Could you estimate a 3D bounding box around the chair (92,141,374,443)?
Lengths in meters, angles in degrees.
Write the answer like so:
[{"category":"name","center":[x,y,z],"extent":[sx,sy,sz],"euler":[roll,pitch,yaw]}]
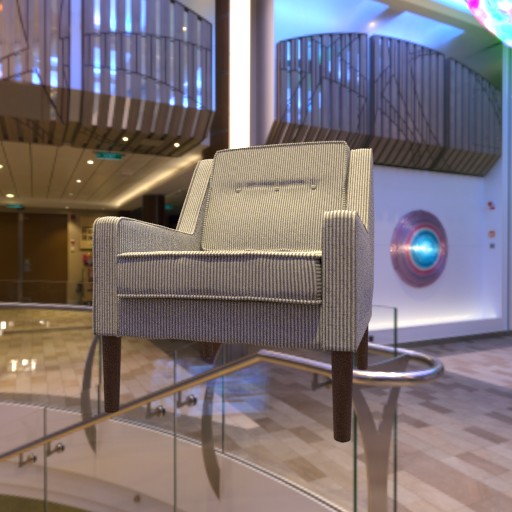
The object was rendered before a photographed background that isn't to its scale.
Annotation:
[{"category":"chair","center":[0.000,0.000,1.337],"extent":[0.663,0.792,0.743],"euler":[0,0,17]}]
